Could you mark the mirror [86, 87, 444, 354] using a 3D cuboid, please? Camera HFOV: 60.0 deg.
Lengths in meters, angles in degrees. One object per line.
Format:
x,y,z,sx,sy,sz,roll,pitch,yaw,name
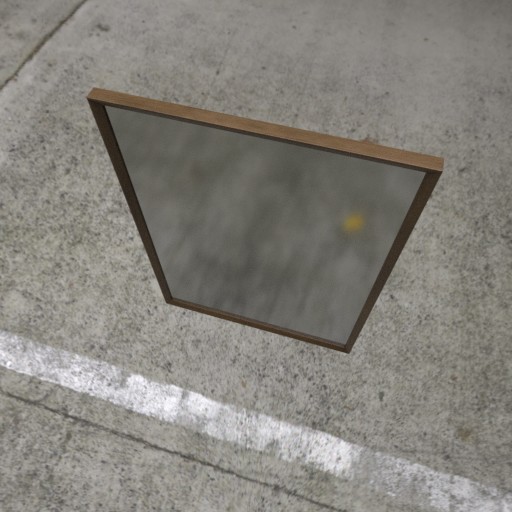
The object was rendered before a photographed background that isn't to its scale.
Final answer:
0.000,0.000,1.349,0.762,1.016,0.041,14,59,9,mirror
